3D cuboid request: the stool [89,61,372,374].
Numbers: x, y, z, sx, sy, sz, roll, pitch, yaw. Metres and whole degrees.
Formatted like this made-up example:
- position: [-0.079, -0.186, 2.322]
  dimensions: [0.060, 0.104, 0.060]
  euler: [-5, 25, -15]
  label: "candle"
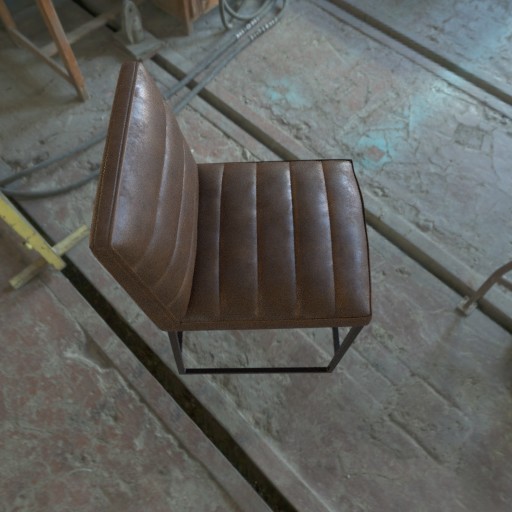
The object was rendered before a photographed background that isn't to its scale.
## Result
- position: [0.000, 0.000, 1.216]
  dimensions: [0.562, 0.942, 0.463]
  euler: [-1, 63, 0]
  label: "stool"
